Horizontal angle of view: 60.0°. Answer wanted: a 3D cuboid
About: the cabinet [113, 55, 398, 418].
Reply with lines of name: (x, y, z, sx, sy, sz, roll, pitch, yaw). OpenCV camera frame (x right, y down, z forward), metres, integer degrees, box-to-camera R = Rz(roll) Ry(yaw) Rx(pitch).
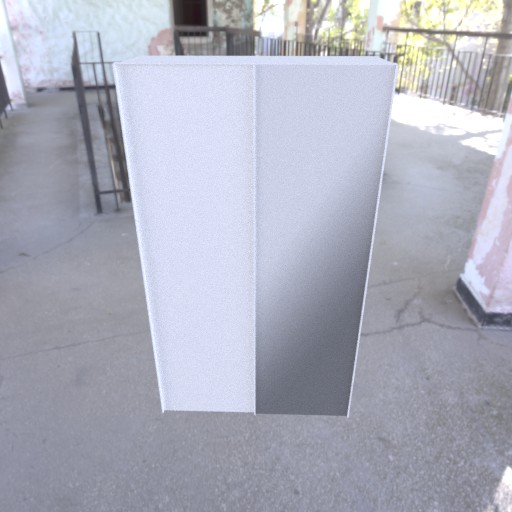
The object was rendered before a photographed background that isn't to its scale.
cabinet: (0.000, 0.000, 2.646, 1.250, 2.160, 0.480, 1, 29, 2)
